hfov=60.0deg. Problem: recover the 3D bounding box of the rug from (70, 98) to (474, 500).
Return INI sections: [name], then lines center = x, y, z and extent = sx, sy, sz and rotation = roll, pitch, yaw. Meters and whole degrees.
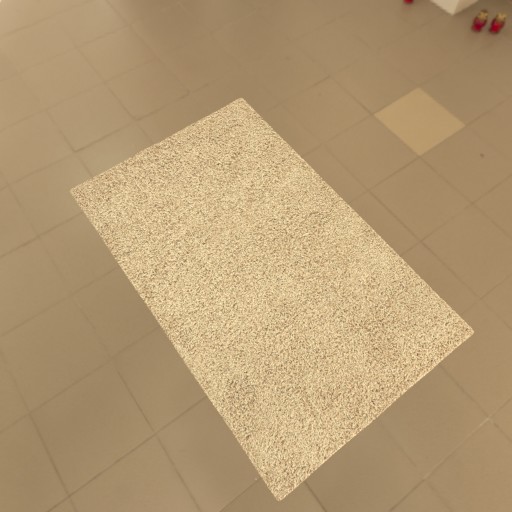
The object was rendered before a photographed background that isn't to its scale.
[rug]
center = 0.000, 0.000, 2.944
extent = 1.524, 0.030, 2.438
rotation = -34, 68, -16
